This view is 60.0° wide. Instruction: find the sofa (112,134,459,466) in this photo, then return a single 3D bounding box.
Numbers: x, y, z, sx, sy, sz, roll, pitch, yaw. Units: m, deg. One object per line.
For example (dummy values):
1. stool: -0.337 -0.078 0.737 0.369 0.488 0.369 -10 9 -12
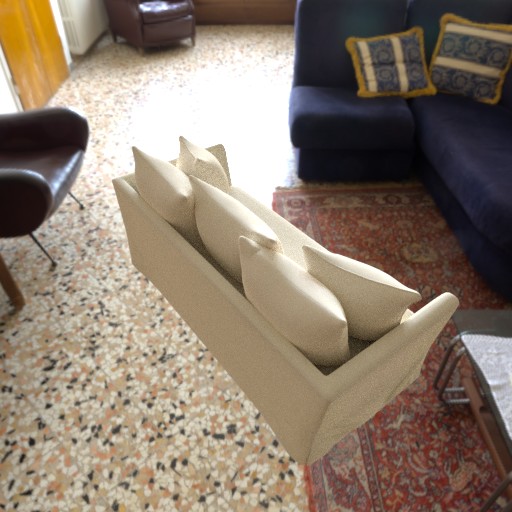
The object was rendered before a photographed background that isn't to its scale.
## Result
1. sofa: 0.000 0.000 2.940 1.031 1.034 2.290 -26 47 -27
